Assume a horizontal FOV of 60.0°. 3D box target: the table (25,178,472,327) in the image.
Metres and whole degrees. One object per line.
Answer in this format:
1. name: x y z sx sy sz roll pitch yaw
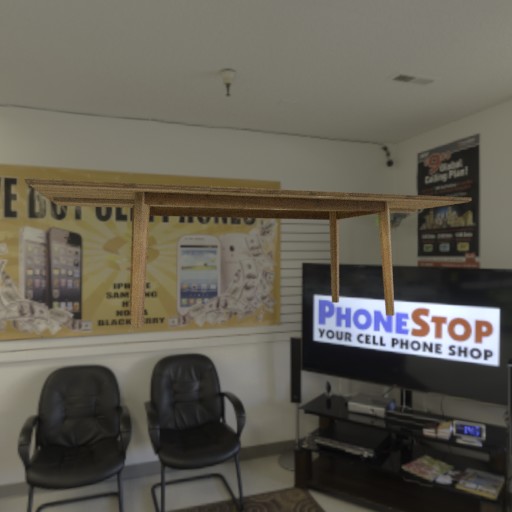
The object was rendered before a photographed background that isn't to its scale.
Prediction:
1. table: 0.000 0.000 2.970 2.603 0.752 1.000 0 0 -17
